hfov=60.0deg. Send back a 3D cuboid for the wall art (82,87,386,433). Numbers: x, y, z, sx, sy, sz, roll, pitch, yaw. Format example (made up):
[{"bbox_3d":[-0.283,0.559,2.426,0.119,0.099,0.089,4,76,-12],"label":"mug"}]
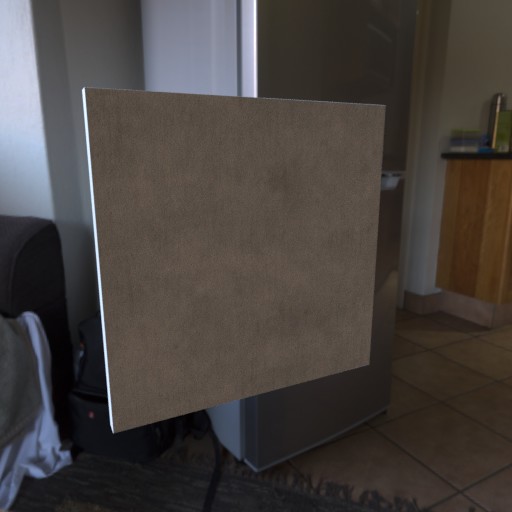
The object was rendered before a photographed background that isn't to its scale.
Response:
[{"bbox_3d":[0.000,0.000,0.673,0.455,0.453,0.023,-7,15,-26],"label":"wall art"}]
